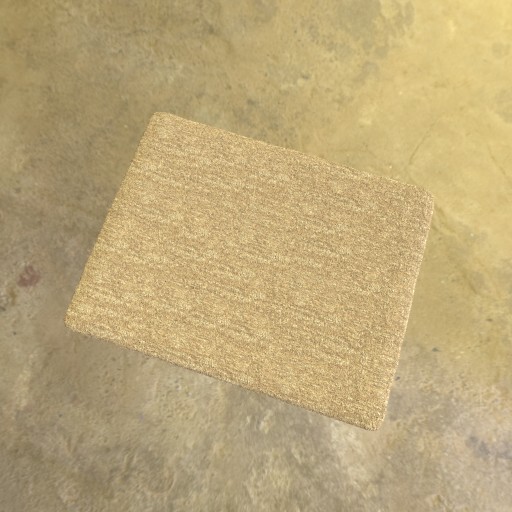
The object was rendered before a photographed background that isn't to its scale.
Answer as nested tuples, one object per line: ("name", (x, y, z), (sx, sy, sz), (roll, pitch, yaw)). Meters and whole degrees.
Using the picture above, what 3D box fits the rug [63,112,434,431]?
("rug", (0.000, 0.000, 3.977), (2.873, 0.050, 2.242), (17, 76, 5))
